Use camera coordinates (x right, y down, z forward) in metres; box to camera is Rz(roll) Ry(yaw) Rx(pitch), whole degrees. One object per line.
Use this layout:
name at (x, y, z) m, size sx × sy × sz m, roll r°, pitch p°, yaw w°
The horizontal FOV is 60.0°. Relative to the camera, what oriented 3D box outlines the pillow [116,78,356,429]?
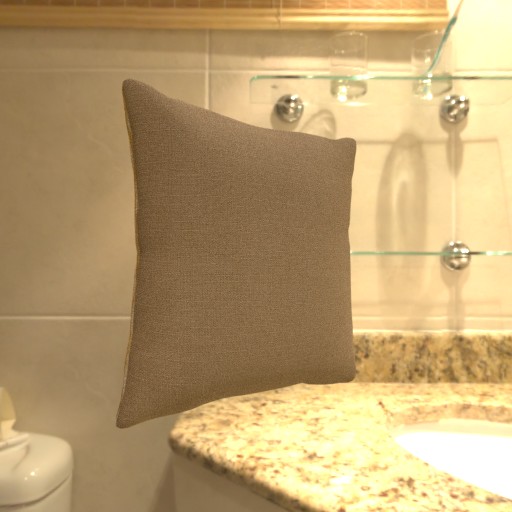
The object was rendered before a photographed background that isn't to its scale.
pillow at (0.000, 0.000, 0.675) m, size 0.429 × 0.436 × 0.159 m, roll 1°, pitch -2°, yaw -37°
